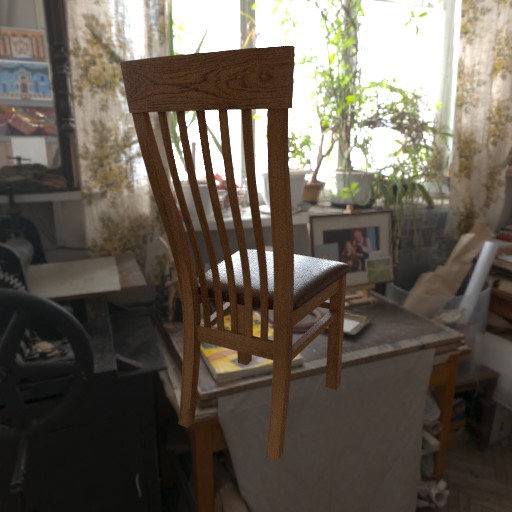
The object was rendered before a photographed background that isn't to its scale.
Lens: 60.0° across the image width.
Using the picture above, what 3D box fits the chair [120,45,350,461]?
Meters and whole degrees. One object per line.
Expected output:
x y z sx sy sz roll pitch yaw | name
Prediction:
0.000 0.000 1.340 0.450 1.050 0.580 8 17 27 | chair
